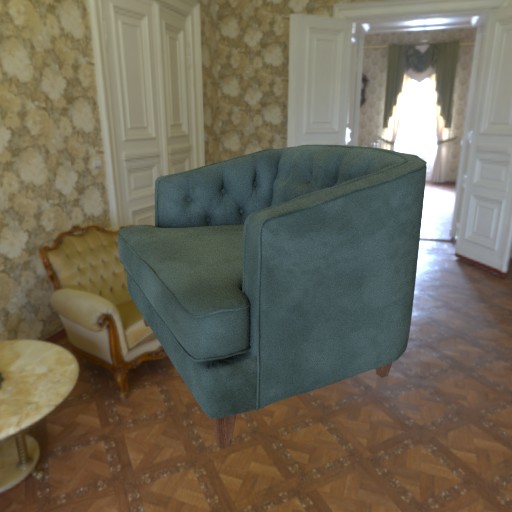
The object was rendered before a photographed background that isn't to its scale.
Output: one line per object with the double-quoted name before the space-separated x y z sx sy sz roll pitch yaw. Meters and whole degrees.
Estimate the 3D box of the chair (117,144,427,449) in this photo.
"chair" 0.000 0.000 1.794 0.941 0.852 1.104 -8 18 -26
